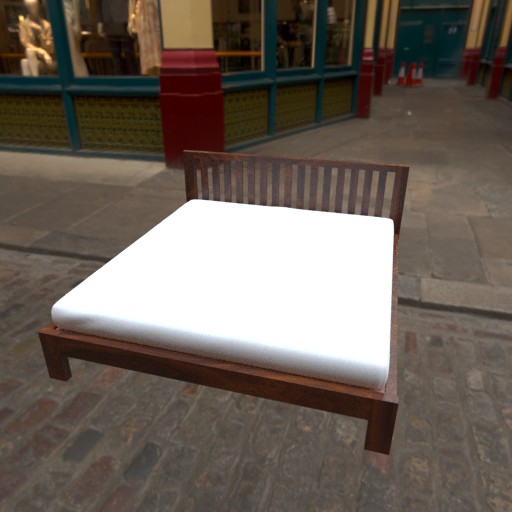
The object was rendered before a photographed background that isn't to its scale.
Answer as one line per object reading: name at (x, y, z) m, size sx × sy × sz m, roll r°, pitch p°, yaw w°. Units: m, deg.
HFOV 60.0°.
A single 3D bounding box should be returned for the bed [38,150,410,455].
bed at (0.000, 0.000, 3.019) m, size 1.905 × 0.890 × 2.030 m, roll 7°, pitch 27°, yaw 15°
